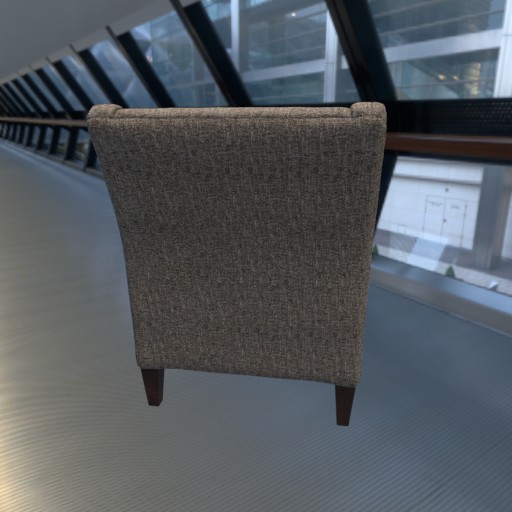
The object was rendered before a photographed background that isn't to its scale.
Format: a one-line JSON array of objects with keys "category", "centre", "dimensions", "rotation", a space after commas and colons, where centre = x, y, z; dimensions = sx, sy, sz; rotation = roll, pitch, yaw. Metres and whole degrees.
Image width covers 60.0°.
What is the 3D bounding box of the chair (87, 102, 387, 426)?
[{"category": "chair", "centre": [0.000, 0.000, 1.609], "dimensions": [0.774, 1.014, 0.870], "rotation": [3, 17, 9]}]
